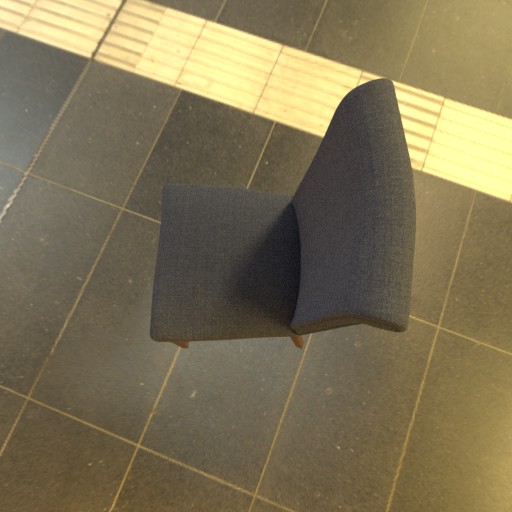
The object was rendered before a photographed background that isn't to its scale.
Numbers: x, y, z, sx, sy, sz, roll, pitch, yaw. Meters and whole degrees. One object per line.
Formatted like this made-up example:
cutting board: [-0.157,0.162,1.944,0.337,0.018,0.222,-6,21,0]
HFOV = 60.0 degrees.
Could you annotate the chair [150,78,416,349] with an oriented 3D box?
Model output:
chair: [0.000,0.000,1.300,0.608,0.988,0.513,2,75,0]
